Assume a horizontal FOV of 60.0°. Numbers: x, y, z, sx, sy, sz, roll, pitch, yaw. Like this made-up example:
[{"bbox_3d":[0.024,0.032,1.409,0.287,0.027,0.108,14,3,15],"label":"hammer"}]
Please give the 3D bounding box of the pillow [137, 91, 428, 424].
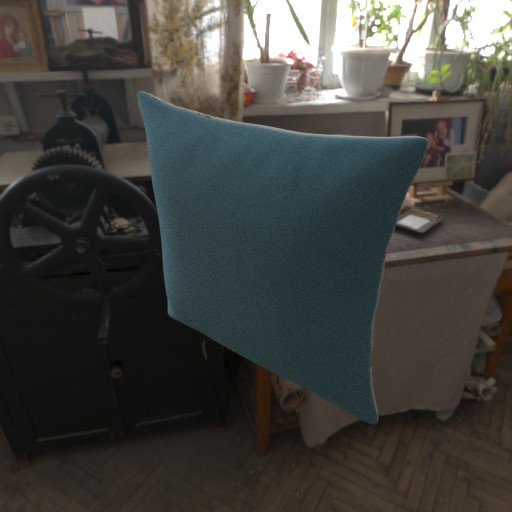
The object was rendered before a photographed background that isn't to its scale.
[{"bbox_3d":[0.000,0.000,0.788,0.526,0.507,0.166,21,36,32],"label":"pillow"}]
